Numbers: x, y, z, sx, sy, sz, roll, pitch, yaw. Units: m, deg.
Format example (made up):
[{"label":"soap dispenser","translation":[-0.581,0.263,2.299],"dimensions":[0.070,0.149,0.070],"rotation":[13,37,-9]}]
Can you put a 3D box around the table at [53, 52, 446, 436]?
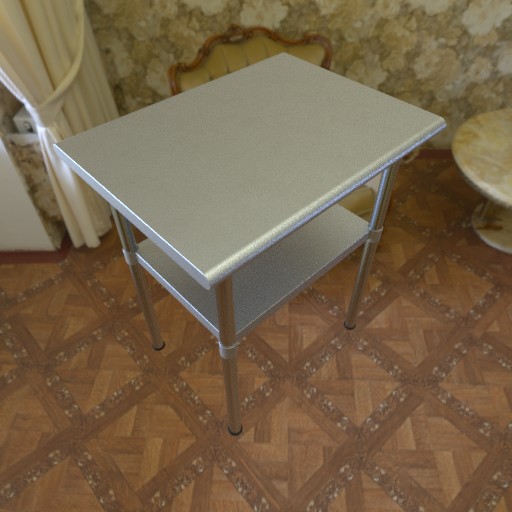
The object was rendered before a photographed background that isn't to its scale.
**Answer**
[{"label":"table","translation":[0.000,0.000,1.382],"dimensions":[0.762,0.876,0.584],"rotation":[-34,55,-28]}]
